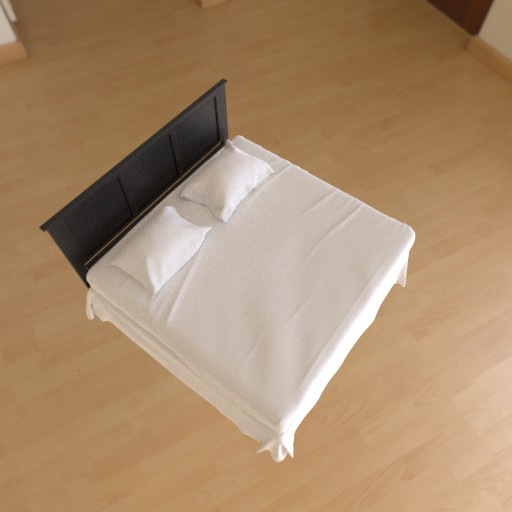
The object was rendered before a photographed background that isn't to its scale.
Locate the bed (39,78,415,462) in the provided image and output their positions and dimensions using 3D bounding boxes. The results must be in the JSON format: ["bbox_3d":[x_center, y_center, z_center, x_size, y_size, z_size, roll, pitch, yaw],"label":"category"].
[{"bbox_3d":[0.000,0.000,3.676,2.219,1.271,2.315,33,64,18],"label":"bed"}]
